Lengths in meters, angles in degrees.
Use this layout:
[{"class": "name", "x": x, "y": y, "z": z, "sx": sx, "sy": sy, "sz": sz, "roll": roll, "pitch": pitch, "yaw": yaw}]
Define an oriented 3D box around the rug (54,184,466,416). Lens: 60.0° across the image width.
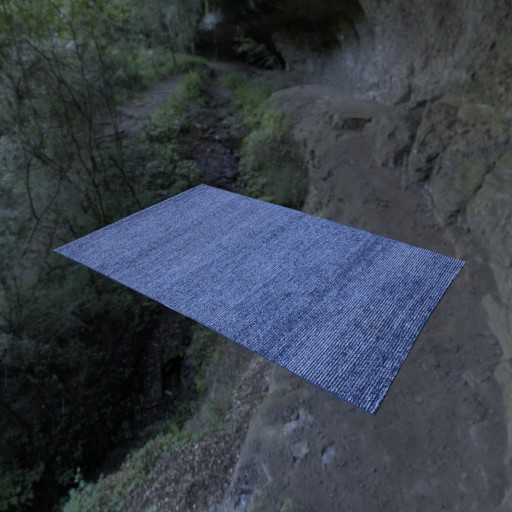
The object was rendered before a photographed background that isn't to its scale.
[{"class": "rug", "x": 0.000, "y": 0.000, "z": 2.277, "sx": 1.793, "sy": 0.025, "sz": 1.159, "roll": 21, "pitch": 37, "yaw": 31}]
